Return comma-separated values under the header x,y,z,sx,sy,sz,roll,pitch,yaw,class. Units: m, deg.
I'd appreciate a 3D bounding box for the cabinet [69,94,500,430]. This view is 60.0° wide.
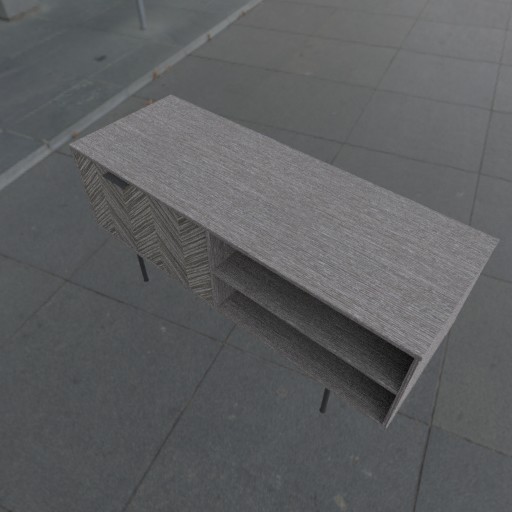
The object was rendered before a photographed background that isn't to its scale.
x,y,z,sx,sy,sz,roll,pitch,yaw,class
0.000,0.000,1.570,1.300,0.599,0.500,31,54,26,cabinet
